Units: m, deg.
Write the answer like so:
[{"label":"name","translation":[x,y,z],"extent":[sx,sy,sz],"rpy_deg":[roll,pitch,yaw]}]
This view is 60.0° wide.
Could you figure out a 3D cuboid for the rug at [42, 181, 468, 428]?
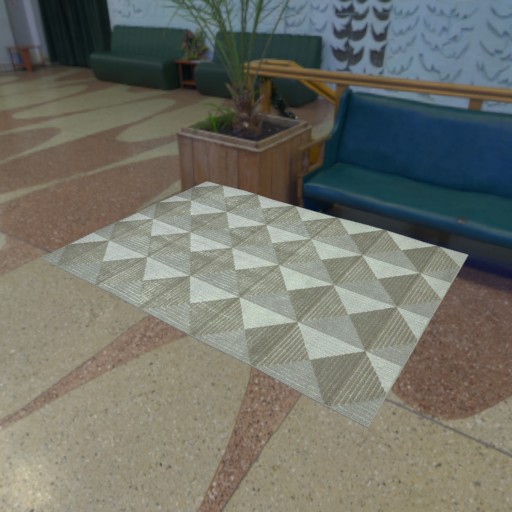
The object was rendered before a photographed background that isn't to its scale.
[{"label":"rug","translation":[0.000,0.000,4.276],"extent":[3.333,0.027,2.428],"rpy_deg":[20,36,30]}]
